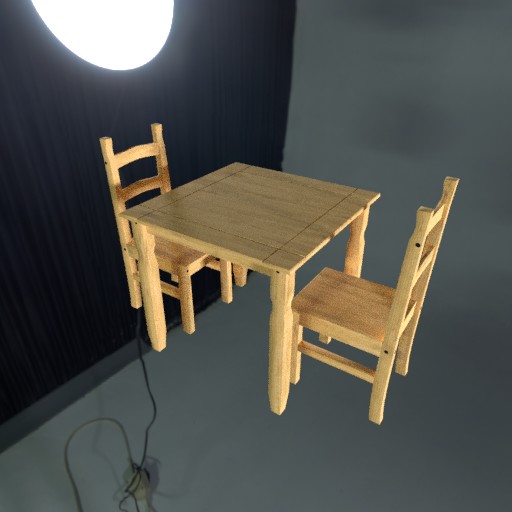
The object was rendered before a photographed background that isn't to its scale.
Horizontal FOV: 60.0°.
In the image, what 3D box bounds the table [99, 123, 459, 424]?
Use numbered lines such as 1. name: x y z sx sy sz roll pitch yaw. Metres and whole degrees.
1. table: 0.000 0.000 2.045 1.501 0.942 0.813 18 35 29
